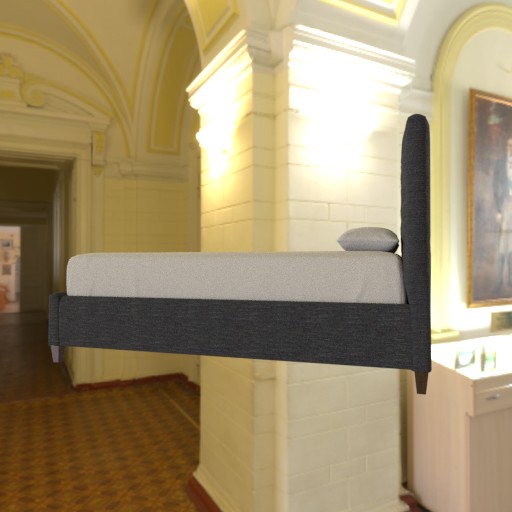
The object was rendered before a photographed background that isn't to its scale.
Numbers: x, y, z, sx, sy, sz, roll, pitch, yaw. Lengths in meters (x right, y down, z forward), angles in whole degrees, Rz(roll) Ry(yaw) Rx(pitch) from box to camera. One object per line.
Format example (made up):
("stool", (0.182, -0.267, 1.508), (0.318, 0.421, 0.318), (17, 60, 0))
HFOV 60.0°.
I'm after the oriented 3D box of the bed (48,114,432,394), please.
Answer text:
("bed", (0.000, 0.000, 3.382), (2.387, 1.427, 1.698), (0, -1, 18))
